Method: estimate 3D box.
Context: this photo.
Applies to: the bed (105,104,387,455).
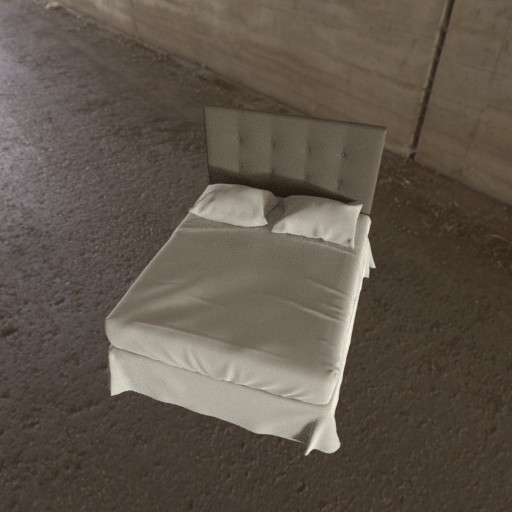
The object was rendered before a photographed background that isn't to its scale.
[{"bbox_3d":[0.000,0.000,3.603,1.936,1.577,2.222,12,42,14],"label":"bed"}]
